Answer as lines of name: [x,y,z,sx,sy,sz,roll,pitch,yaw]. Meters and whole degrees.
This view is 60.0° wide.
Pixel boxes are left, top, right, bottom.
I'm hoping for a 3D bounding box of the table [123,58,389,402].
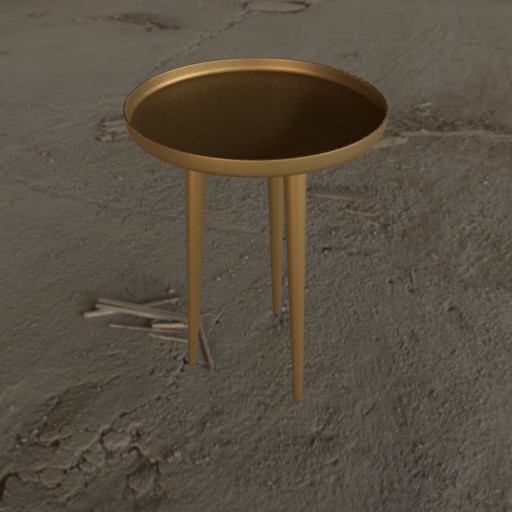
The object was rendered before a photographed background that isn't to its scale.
table: [0.000,0.000,0.666,0.299,0.480,0.299,12,42,14]
